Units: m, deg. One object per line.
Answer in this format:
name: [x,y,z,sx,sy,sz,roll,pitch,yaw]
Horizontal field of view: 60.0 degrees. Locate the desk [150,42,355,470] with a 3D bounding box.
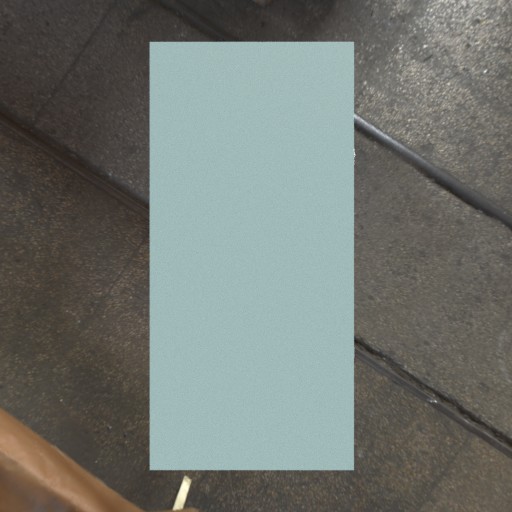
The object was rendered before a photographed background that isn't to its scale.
desk: [0.000,0.000,1.484,0.525,0.780,1.057,0,90,0]
